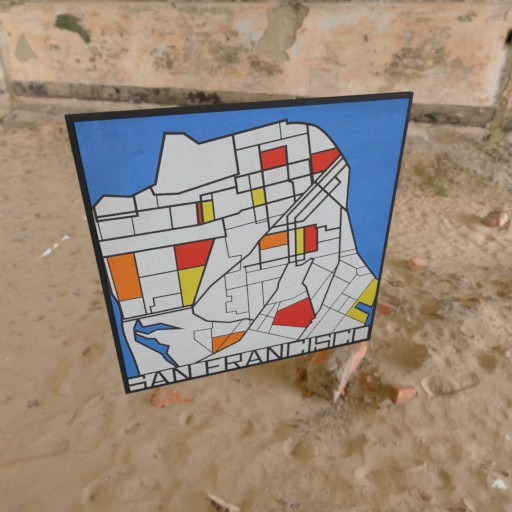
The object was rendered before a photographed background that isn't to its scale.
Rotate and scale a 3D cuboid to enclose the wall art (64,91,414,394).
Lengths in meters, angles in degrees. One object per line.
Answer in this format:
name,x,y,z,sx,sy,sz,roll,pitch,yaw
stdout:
wall art,0.000,0.000,0.990,0.664,0.663,0.015,-9,32,-14
